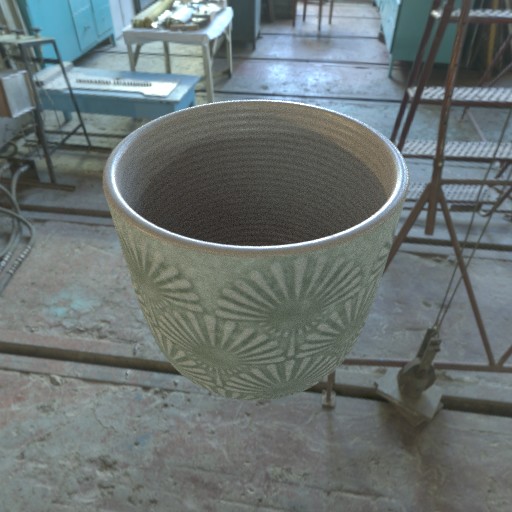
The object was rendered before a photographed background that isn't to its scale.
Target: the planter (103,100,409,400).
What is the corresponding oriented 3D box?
[{"bbox_3d":[0.000,0.000,0.219,0.124,0.109,0.124,0,41,0],"label":"planter"}]
